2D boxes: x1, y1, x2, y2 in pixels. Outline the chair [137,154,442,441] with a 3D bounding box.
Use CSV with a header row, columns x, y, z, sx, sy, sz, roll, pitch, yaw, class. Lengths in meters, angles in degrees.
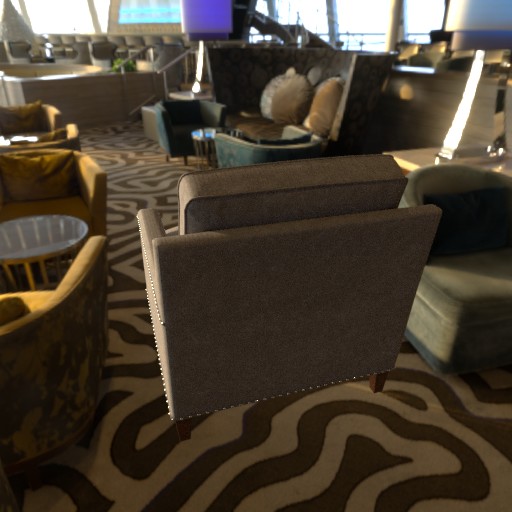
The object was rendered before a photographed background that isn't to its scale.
x,y,z,sx,sy,sz,roll,pitch,yaw,class
0.000,0.000,1.767,0.853,0.948,1.014,-8,28,-16,chair
